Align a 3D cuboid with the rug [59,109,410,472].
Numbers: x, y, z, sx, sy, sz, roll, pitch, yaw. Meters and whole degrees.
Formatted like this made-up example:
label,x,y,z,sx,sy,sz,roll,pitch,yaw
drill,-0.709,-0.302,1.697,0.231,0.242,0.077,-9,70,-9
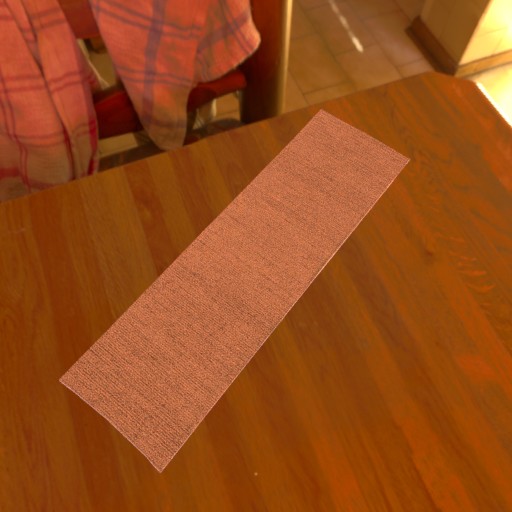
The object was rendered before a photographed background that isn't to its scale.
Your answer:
label,x,y,z,sx,sy,sz,roll,pitch,yaw
rug,0.000,0.000,2.533,0.692,0.032,2.320,35,69,16
